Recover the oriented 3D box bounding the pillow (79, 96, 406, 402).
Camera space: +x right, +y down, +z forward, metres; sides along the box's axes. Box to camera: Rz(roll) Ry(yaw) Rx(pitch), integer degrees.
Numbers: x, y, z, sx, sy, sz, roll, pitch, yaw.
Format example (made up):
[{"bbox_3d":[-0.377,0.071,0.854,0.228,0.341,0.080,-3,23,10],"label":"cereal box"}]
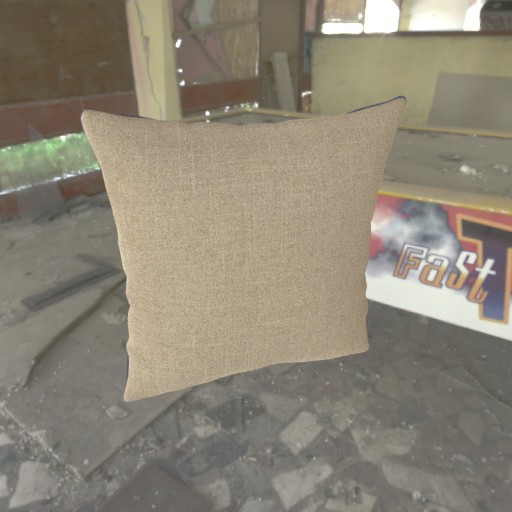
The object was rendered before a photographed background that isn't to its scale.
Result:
[{"bbox_3d":[0.000,0.000,0.664,0.440,0.441,0.147,-8,27,-17],"label":"pillow"}]
